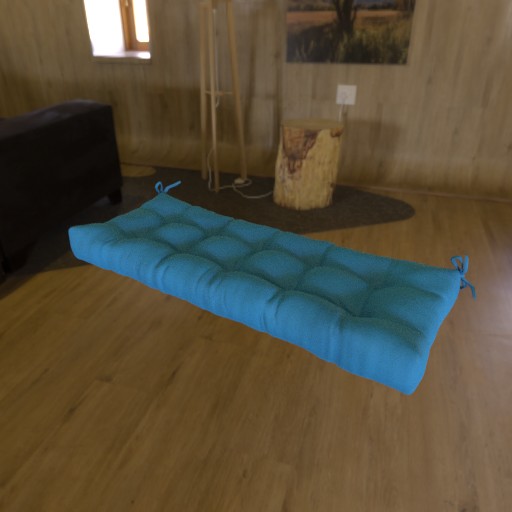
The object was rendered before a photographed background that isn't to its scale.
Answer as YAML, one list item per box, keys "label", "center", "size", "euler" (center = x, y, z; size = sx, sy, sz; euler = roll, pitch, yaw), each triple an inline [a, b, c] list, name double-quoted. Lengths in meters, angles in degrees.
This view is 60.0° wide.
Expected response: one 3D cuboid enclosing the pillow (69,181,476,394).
- label: "pillow"
  center: [0.000, 0.000, 1.340]
  size: [1.194, 0.174, 0.511]
  euler: [17, 33, 29]
